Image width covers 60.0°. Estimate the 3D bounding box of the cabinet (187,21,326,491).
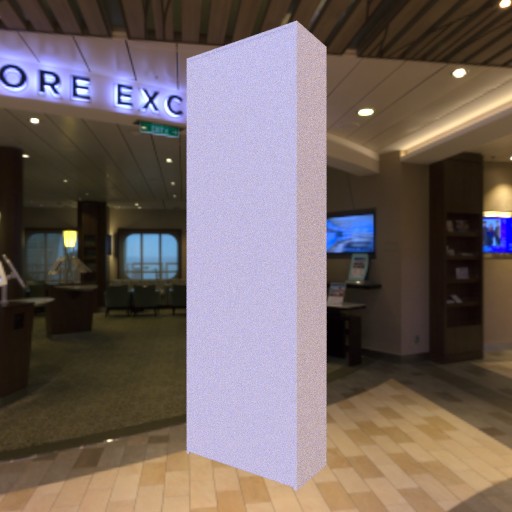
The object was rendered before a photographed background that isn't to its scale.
[{"bbox_3d":[0.000,0.000,1.788,0.520,1.630,0.255,0,0,35],"label":"cabinet"}]
